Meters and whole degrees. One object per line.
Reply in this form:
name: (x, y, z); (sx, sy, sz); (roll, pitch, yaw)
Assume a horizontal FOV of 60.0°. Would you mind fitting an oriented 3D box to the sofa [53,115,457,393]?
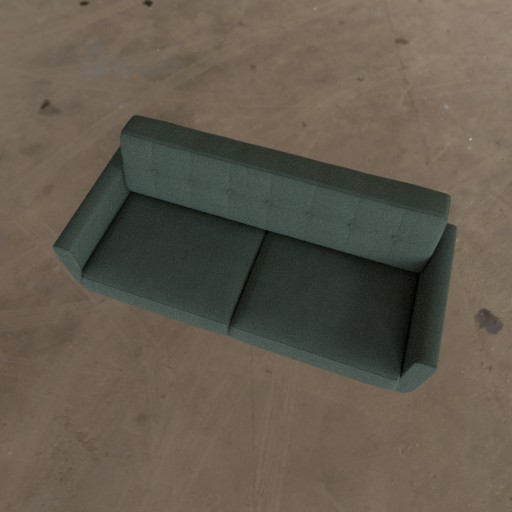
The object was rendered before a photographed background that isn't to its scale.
sofa: (0.000, 0.000, 2.503); (2.029, 0.841, 0.909); (17, 61, 10)
